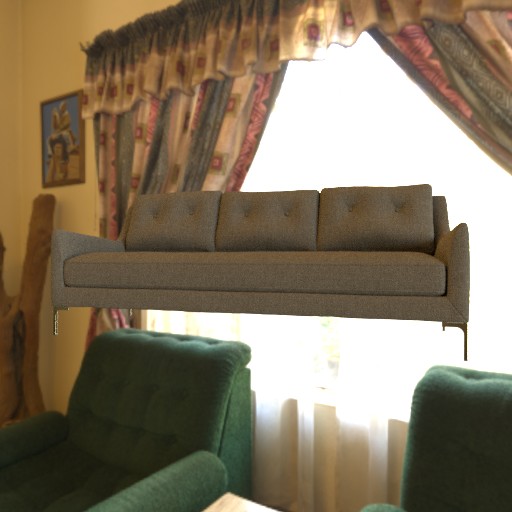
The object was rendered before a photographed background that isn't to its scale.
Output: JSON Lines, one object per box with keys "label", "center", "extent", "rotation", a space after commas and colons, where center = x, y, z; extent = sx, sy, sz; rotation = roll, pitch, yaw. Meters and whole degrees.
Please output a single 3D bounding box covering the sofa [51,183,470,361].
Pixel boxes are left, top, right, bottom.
{"label": "sofa", "center": [0.000, 0.000, 2.455], "extent": [2.060, 0.837, 0.849], "rotation": [0, 0, 16]}
